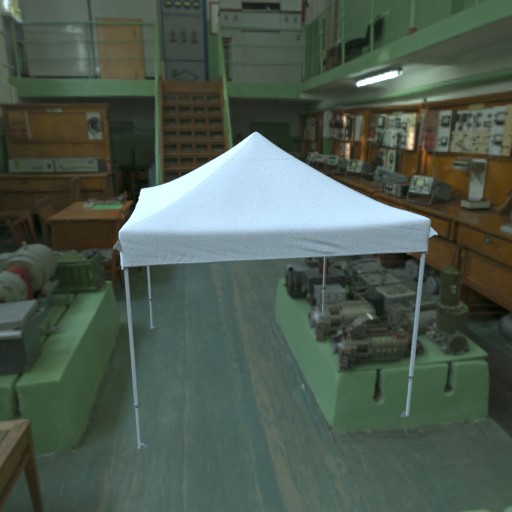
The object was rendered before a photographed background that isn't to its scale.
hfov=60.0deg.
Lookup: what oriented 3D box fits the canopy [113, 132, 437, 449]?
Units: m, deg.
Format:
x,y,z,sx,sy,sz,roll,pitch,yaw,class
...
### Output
x,y,z,sx,sy,sz,roll,pitch,yaw,class
0.000,0.000,5.560,2.996,2.998,2.994,-3,16,-10,canopy
